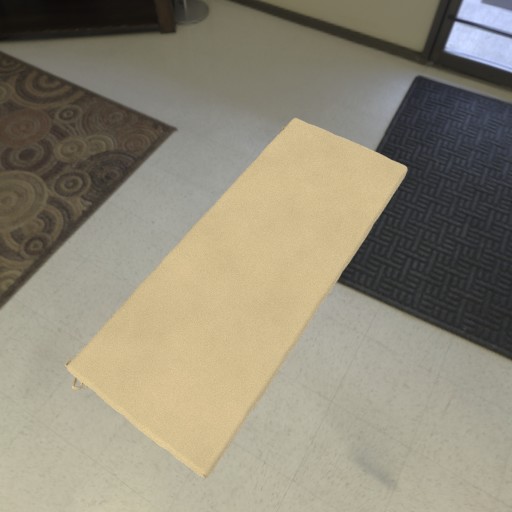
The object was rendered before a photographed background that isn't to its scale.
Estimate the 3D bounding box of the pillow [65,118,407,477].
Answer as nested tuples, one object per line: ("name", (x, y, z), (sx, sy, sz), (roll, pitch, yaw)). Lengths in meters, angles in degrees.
("pillow", (0.000, 0.000, 1.347), (0.492, 0.081, 1.187), (30, 63, 17))
